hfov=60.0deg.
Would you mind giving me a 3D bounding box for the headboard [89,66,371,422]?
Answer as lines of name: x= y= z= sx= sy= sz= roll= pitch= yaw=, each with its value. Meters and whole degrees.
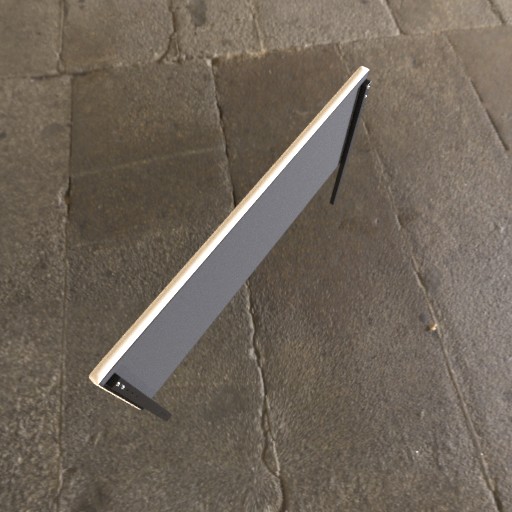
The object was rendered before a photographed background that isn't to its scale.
headboard: x=0.000 y=0.000 z=2.946 sx=0.120 sy=1.410 sz=2.362 roll=33 pitch=68 yaw=15
